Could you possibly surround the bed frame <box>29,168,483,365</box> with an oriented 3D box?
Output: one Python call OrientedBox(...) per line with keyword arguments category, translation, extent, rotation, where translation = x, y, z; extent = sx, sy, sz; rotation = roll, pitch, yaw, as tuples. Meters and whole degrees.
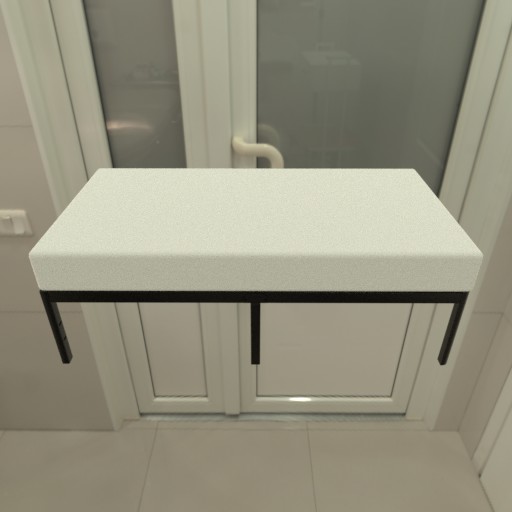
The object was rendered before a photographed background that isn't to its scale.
OrientedBox(category="bed frame", translation=(0.000, 0.000, 2.476), extent=(1.950, 0.659, 1.023), rotation=(0, 32, 0))
